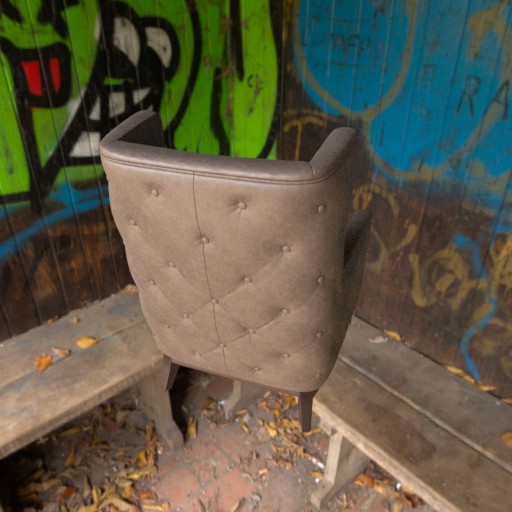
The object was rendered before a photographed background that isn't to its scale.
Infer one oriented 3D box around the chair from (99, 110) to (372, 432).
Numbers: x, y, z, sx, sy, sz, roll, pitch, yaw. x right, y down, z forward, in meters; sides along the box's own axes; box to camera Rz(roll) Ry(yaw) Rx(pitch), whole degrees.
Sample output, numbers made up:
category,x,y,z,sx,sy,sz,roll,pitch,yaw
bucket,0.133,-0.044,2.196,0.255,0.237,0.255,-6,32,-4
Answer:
category,x,y,z,sx,sy,sz,roll,pitch,yaw
chair,0.000,0.000,1.673,0.769,1.079,0.899,10,32,17
